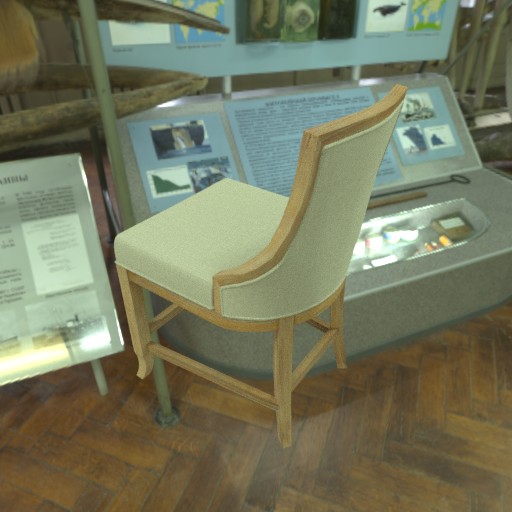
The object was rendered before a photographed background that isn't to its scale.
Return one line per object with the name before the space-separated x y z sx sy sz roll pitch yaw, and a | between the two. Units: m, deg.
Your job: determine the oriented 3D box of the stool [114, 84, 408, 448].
stool | 0.000 0.000 1.281 0.626 0.938 0.524 21 39 29
